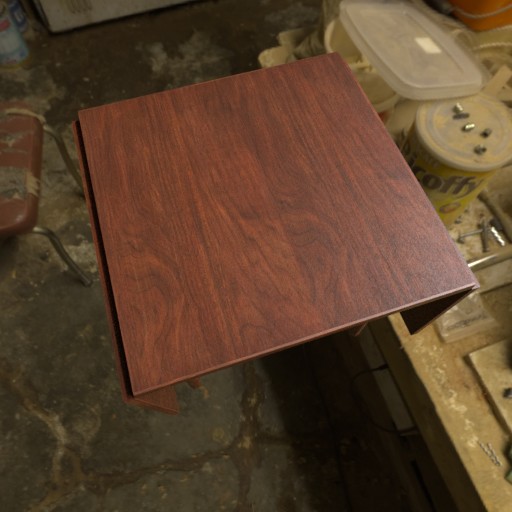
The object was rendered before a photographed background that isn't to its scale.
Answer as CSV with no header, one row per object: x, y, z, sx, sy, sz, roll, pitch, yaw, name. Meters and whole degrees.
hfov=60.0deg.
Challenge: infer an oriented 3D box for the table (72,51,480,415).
0.000,0.000,1.461,0.843,0.763,0.812,-16,64,-8,table
